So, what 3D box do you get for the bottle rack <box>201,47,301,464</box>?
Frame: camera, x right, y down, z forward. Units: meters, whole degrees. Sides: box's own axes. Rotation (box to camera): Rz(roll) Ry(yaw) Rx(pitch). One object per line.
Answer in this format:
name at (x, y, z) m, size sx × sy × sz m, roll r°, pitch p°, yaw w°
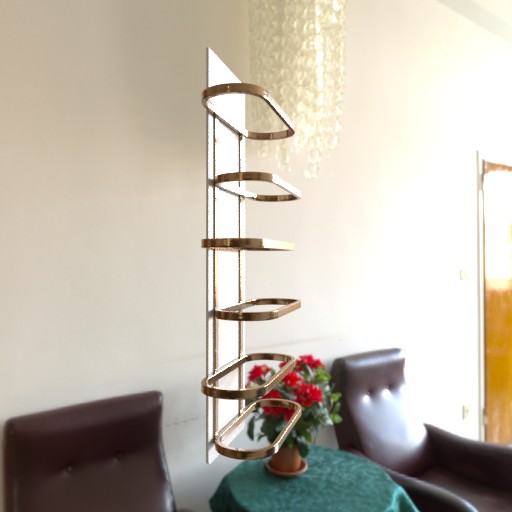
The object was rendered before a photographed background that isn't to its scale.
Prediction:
bottle rack at (0.000, 0.000, 0.819) m, size 0.118 × 0.709 × 0.332 m, roll 0°, pitch -1°, yaw 18°
